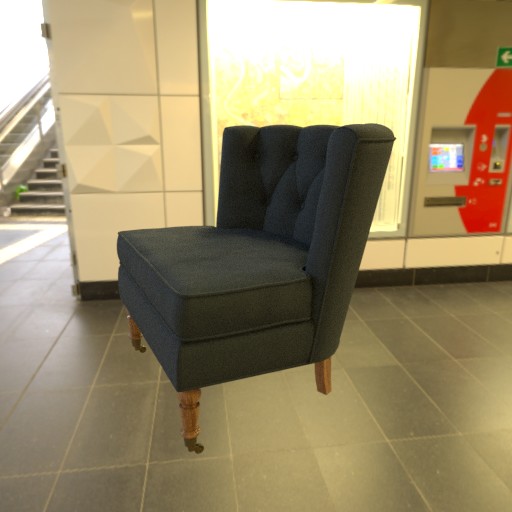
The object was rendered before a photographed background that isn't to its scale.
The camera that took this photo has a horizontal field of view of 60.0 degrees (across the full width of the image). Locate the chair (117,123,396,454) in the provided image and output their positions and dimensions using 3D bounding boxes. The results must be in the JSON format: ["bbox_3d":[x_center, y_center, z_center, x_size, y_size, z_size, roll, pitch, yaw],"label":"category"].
[{"bbox_3d":[0.000,0.000,1.346,0.718,0.771,0.740,-8,18,-26],"label":"chair"}]
